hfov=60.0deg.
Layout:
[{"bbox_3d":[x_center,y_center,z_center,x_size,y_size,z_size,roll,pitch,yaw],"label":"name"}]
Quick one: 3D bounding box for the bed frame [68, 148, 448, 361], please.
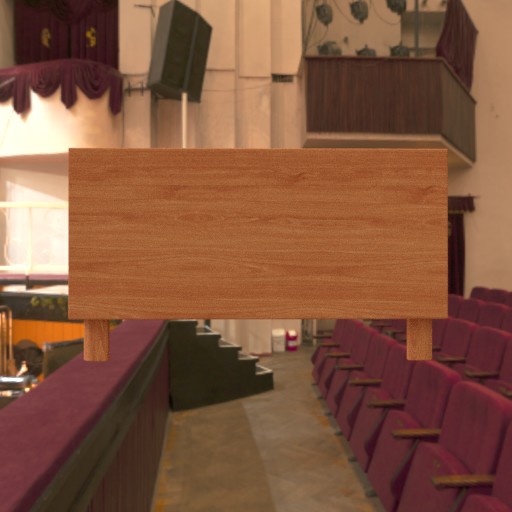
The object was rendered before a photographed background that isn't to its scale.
[{"bbox_3d":[0.000,0.000,2.982,1.660,0.940,2.092,0,0,-1],"label":"bed frame"}]
